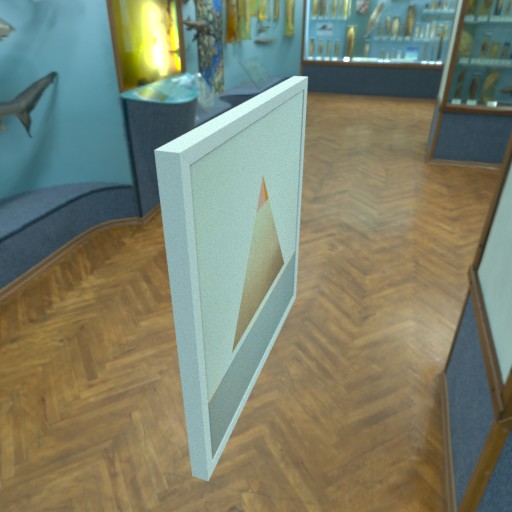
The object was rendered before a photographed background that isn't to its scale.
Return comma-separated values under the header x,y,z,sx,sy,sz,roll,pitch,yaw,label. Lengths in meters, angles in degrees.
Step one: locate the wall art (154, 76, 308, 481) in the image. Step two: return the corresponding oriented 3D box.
x,y,z,sx,sy,sz,roll,pitch,yaw,label
0.000,0.000,1.141,0.041,0.765,0.768,10,32,17,wall art
